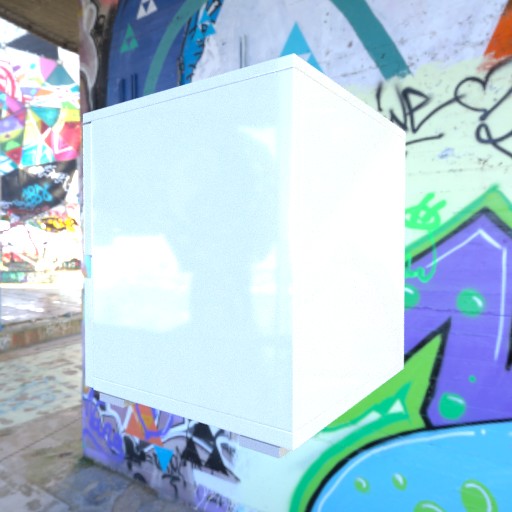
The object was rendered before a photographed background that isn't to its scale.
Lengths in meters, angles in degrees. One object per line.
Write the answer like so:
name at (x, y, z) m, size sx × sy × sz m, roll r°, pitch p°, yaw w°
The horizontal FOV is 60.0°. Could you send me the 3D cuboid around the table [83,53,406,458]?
table at (0.000, 0.000, 0.791) m, size 0.400 × 0.470 × 0.420 m, roll 1°, pitch 2°, yaw 35°
